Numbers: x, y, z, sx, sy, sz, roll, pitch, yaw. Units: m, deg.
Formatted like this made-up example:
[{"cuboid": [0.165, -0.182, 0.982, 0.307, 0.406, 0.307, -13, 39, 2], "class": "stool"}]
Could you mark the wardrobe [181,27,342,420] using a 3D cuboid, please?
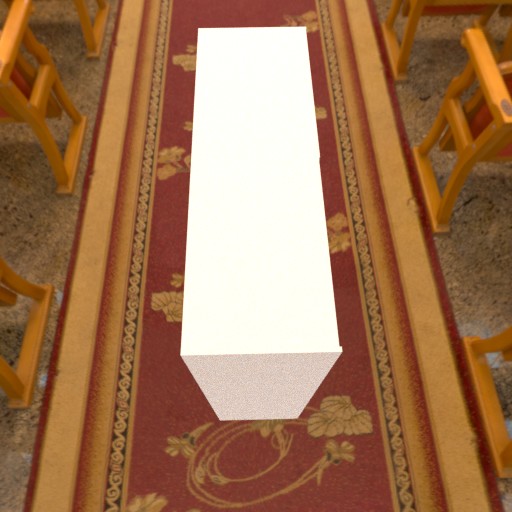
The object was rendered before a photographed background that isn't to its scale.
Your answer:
[{"cuboid": [0.000, 0.000, 2.958, 0.600, 2.020, 1.830, -1, 63, -1], "class": "wardrobe"}]
